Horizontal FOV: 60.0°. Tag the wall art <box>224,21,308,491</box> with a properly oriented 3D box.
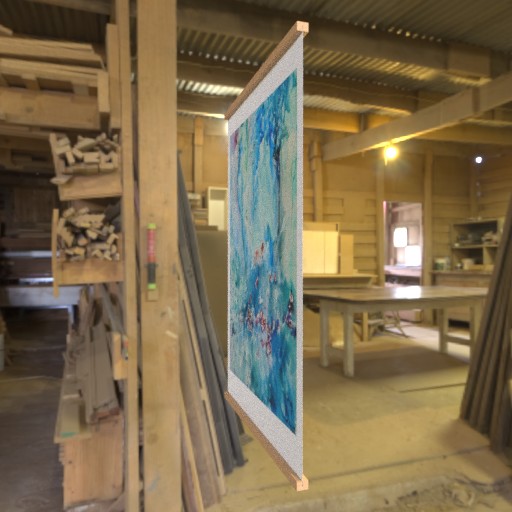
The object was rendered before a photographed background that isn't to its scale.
[{"bbox_3d":[0.000,0.000,1.902,0.040,1.510,0.991,0,0,-18],"label":"wall art"}]
